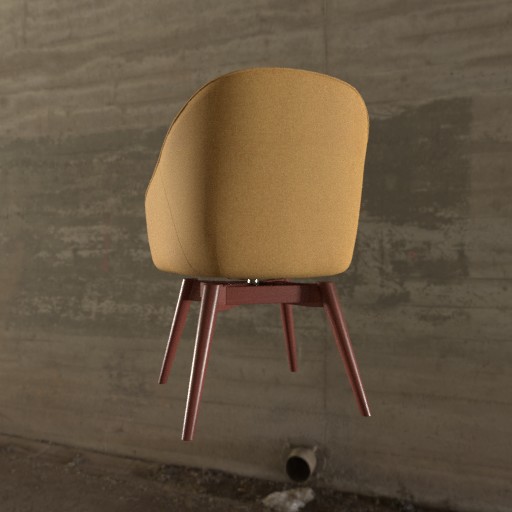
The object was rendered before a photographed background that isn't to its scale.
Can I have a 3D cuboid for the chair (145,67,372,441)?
[{"bbox_3d":[0.000,0.000,1.268,0.596,0.823,0.635,0,0,-19],"label":"chair"}]
